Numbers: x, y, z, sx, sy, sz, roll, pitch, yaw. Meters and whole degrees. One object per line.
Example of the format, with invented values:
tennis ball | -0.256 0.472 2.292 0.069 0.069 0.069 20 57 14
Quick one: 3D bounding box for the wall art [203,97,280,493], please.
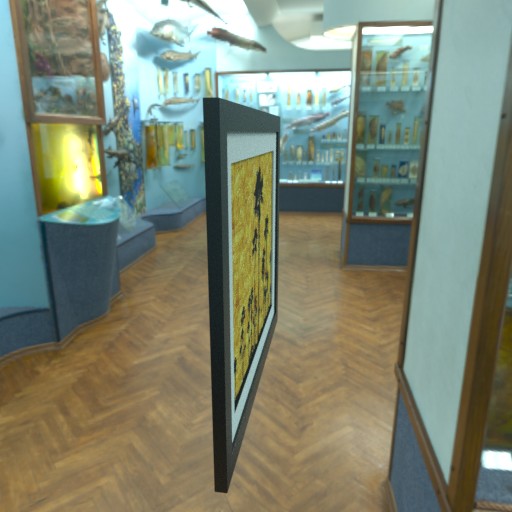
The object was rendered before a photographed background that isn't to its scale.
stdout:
wall art | 0.000 0.000 0.531 0.012 0.332 0.383 3 16 9
